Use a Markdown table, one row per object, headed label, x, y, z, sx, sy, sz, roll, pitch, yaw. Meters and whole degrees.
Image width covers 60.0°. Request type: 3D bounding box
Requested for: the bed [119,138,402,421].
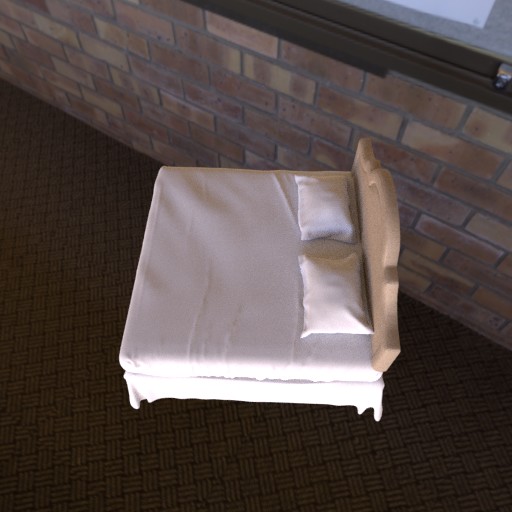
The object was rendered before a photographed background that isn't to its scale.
| label | x | y | z | sx | sy | sz | roll | pitch | yaw |
| --- | --- | --- | --- | --- | --- | --- | --- | --- | --- |
| bed | 0.000 | 0.000 | 3.741 | 2.222 | 1.631 | 2.303 | 2 | 57 | 1 |
